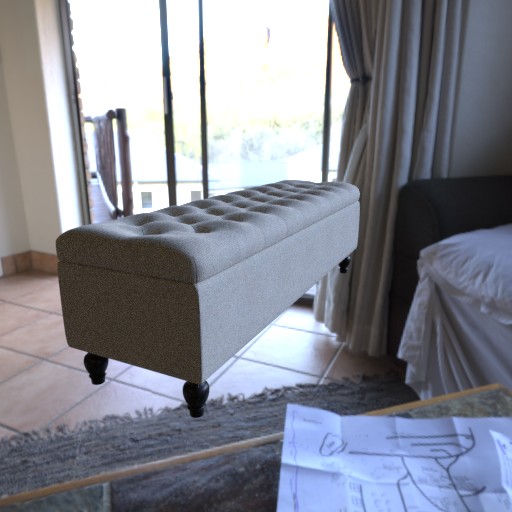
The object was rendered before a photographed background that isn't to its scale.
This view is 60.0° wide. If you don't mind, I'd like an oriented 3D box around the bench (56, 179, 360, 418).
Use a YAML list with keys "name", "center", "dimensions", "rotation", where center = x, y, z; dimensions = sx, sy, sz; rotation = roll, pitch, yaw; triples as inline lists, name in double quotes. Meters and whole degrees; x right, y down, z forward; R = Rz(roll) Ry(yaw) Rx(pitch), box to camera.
- name: "bench"
  center: [0.000, 0.000, 1.736]
  dimensions: [0.455, 0.467, 1.480]
  rotation: [8, 17, 26]
